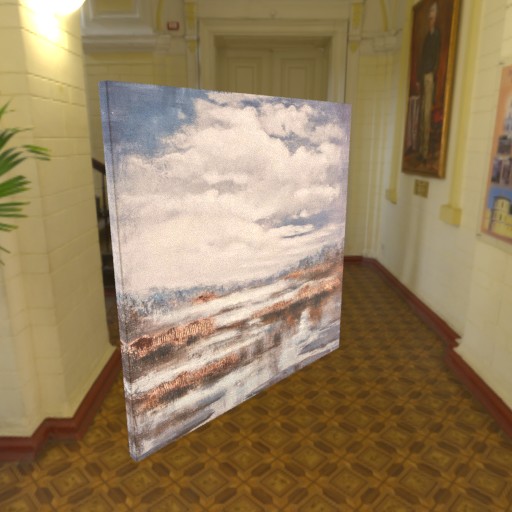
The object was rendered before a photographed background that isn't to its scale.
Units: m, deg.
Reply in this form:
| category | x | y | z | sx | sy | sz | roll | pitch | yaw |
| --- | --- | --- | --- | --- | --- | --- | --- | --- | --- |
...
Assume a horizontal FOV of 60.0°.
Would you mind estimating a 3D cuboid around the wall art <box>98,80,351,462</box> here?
| category | x | y | z | sx | sy | sz | roll | pitch | yaw |
| --- | --- | --- | --- | --- | --- | --- | --- | --- | --- |
| wall art | 0.000 | 0.000 | 1.492 | 0.040 | 1.020 | 1.010 | 14 | 20 | 43 |
